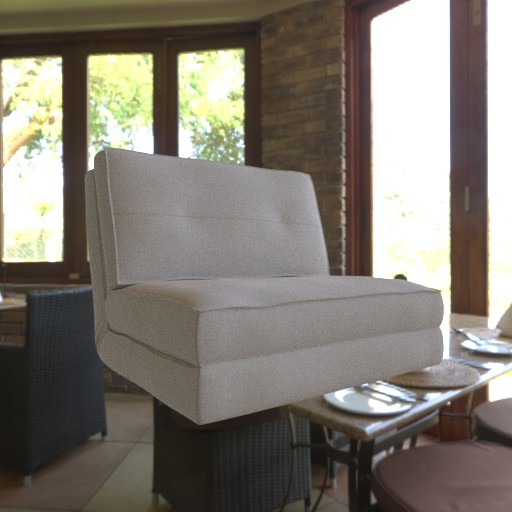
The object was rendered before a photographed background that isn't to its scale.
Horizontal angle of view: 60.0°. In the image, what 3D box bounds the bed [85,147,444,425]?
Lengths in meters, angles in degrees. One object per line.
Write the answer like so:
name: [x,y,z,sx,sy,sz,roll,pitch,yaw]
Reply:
bed: [0.000,0.000,1.293,0.799,0.614,0.749,0,0,-36]
